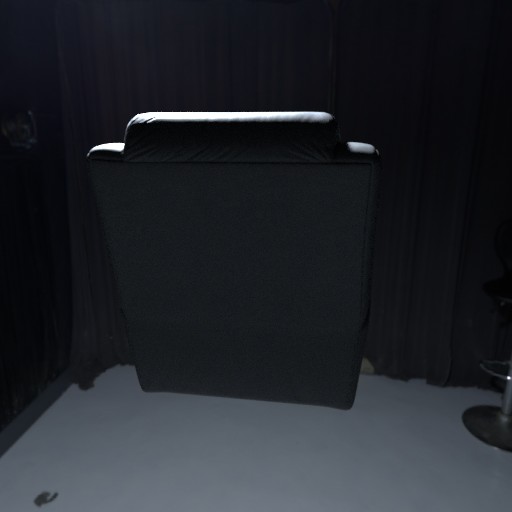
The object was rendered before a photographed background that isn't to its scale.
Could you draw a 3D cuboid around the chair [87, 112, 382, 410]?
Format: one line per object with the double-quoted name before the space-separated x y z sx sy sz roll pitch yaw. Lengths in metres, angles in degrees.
"chair" 0.000 0.000 1.868 0.967 1.116 1.068 2 16 8
